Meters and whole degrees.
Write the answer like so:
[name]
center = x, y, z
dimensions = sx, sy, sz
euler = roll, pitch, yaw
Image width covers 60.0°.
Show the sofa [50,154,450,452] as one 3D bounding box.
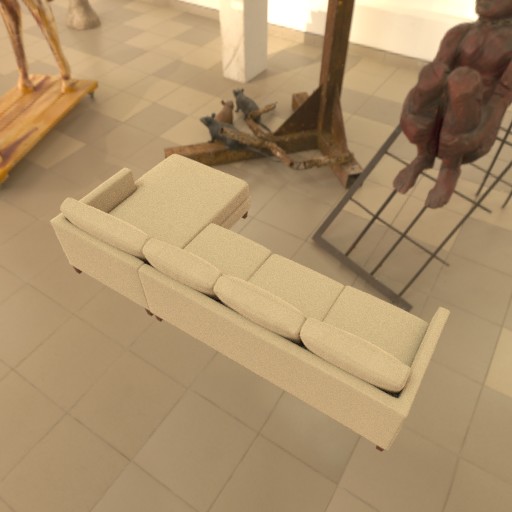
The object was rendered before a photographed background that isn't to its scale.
[sofa]
center = 0.000, 0.000, 3.849
dimensions = 3.186, 0.861, 1.625
euler = 25, 52, 21
